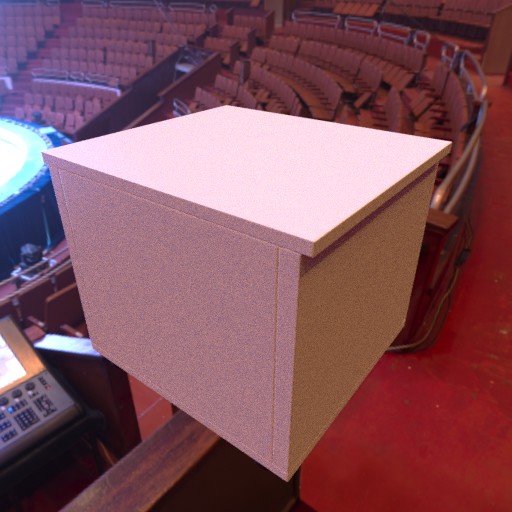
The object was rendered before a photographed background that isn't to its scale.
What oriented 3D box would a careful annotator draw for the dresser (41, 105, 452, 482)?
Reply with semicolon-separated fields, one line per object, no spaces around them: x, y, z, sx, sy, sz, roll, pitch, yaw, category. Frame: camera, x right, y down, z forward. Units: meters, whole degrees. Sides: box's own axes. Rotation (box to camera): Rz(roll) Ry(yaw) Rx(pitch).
0.000;0.000;0.715;0.430;0.360;0.400;21;36;32;dresser
